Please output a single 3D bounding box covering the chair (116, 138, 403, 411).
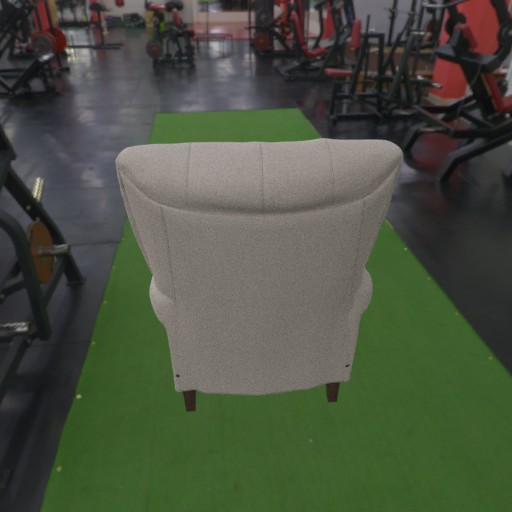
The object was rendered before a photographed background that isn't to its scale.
[{"bbox_3d":[0.000,0.000,1.949,0.942,1.209,1.025,-2,32,-4],"label":"chair"}]
